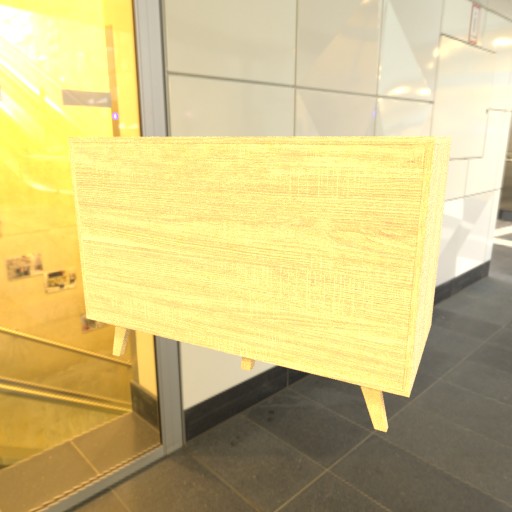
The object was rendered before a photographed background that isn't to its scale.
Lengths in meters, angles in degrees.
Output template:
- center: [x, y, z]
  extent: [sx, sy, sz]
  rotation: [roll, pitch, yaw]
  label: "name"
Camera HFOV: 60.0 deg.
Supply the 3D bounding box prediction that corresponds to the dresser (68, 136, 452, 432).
- center: [0.000, 0.000, 1.503]
  extent: [1.110, 0.780, 0.500]
  rotation: [7, 17, 26]
  label: "dresser"
